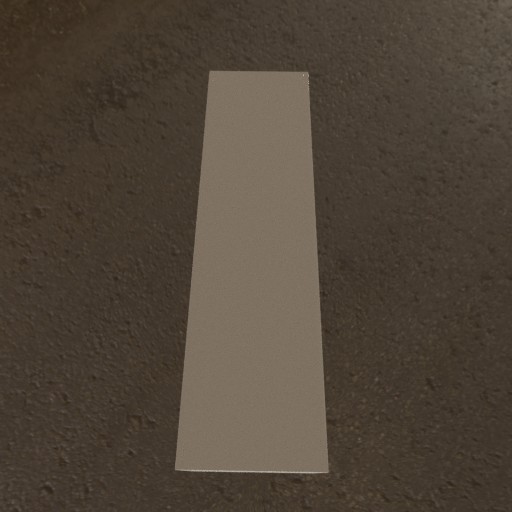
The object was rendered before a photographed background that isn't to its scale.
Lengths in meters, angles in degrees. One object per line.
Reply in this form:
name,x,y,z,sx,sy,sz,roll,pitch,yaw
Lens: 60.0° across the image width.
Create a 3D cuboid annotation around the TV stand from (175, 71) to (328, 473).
TV stand,0.000,0.000,1.713,0.410,0.440,1.500,1,64,0
